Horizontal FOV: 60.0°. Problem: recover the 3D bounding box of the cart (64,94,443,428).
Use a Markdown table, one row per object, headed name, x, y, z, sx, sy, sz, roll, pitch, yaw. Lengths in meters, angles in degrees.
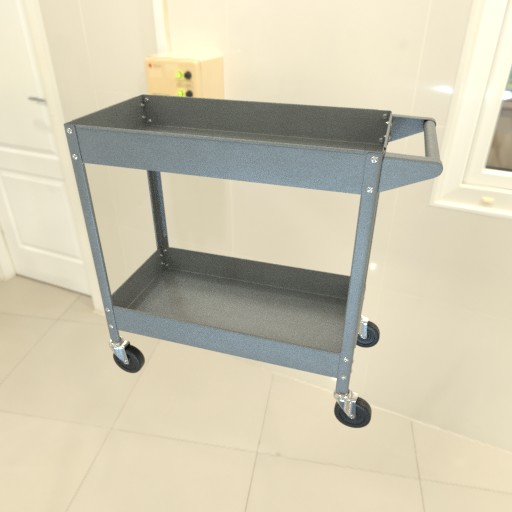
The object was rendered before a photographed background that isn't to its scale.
| name | x | y | z | sx | sy | sz | roll | pitch | yaw |
| --- | --- | --- | --- | --- | --- | --- | --- | --- | --- |
| cart | 0.000 | 0.000 | 1.174 | 0.779 | 0.719 | 0.366 | 9 | 32 | 15 |
